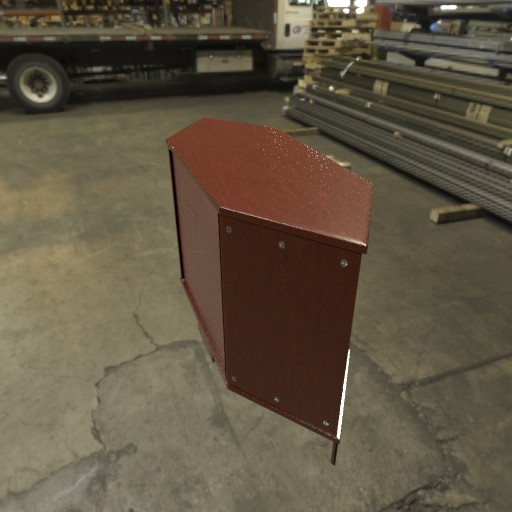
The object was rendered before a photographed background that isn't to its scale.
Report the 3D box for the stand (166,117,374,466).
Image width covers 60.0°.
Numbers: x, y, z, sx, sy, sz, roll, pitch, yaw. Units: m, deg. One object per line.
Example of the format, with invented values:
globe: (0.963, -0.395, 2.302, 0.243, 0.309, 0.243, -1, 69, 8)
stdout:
stand: (0.000, 0.000, 1.361, 0.381, 0.614, 1.072, -11, 32, -18)
